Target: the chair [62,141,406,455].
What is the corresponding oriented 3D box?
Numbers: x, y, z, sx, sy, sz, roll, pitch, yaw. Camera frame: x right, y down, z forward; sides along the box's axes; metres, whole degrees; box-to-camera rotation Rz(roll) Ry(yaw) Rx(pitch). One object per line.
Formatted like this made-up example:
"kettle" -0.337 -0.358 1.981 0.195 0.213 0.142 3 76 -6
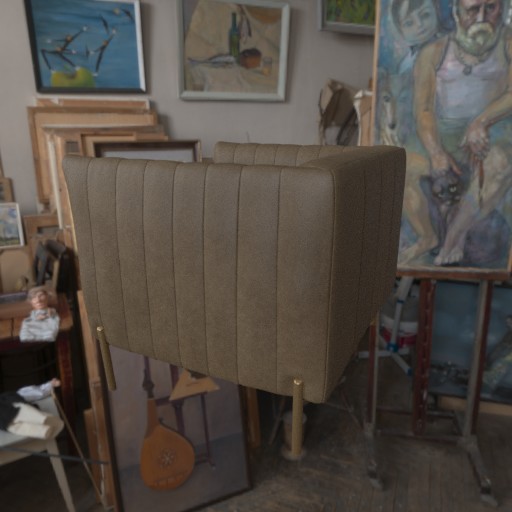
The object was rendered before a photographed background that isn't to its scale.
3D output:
"chair" 0.000 0.000 1.630 0.876 0.779 0.981 9 19 26
